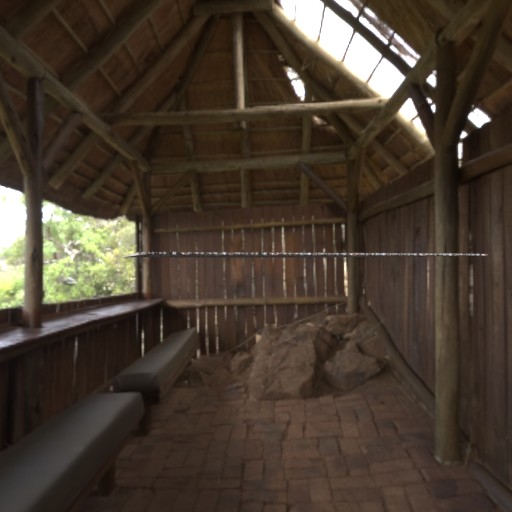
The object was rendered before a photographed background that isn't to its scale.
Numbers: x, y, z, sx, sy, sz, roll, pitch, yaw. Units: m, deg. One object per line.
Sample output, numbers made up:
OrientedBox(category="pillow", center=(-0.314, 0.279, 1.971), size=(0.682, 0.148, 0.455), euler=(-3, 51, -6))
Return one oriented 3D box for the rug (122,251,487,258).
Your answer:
OrientedBox(category="rug", center=(0.000, 0.000, 4.347), size=(2.431, 0.017, 3.291), euler=(0, -1, -19))
